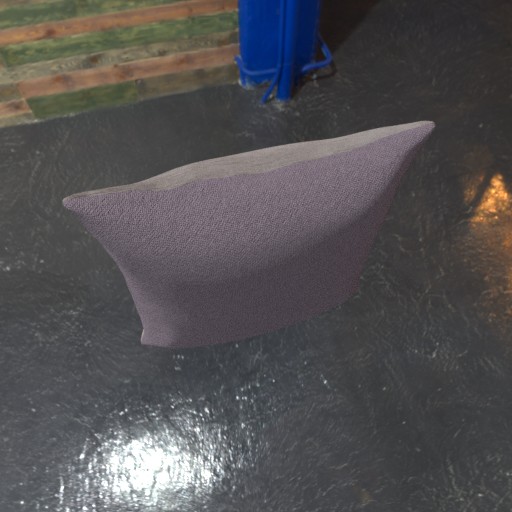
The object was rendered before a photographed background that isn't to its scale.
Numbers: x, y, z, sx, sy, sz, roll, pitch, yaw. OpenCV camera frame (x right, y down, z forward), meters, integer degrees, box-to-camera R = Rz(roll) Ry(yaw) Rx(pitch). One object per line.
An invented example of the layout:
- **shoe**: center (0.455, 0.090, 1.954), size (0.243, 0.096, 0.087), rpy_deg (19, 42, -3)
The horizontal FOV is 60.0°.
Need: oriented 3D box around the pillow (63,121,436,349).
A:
- **pillow**: center (0.000, 0.000, 0.695), size (0.452, 0.439, 0.204), rpy_deg (-13, 59, -8)
